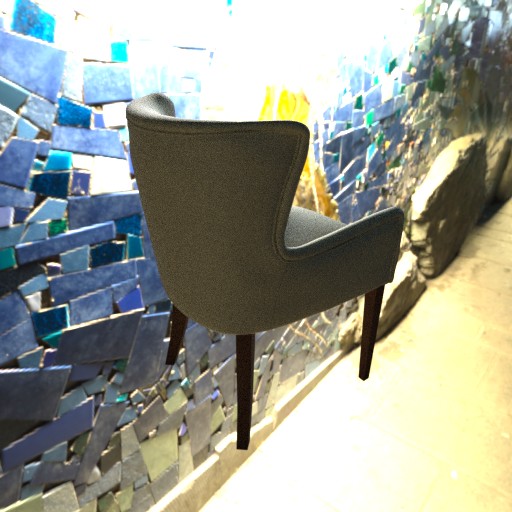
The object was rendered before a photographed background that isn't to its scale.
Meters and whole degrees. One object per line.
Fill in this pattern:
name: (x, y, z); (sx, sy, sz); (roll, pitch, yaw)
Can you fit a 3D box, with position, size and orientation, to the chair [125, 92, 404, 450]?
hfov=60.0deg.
chair: (0.000, 0.000, 1.412); (0.686, 0.952, 0.660); (-18, 31, -32)
